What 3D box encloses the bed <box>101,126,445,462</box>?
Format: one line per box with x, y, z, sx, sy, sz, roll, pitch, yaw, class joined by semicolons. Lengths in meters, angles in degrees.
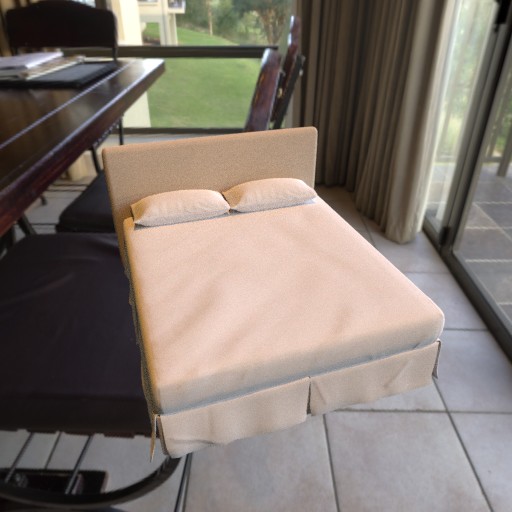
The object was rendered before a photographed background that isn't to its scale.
0.000;0.000;3.568;2.119;1.317;2.319;-10;34;-16;bed
